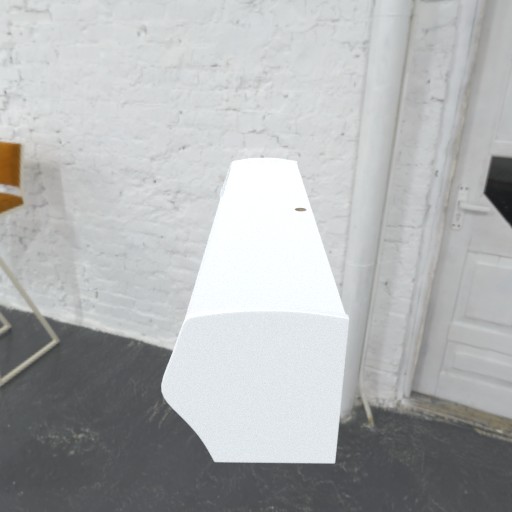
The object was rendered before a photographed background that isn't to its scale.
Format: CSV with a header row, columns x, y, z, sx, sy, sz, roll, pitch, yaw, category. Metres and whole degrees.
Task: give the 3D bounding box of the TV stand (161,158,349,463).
x,y,z,sx,sy,sz,roll,pitch,yaw,category
0.000,0.000,1.645,0.397,0.424,1.473,0,24,1,TV stand
